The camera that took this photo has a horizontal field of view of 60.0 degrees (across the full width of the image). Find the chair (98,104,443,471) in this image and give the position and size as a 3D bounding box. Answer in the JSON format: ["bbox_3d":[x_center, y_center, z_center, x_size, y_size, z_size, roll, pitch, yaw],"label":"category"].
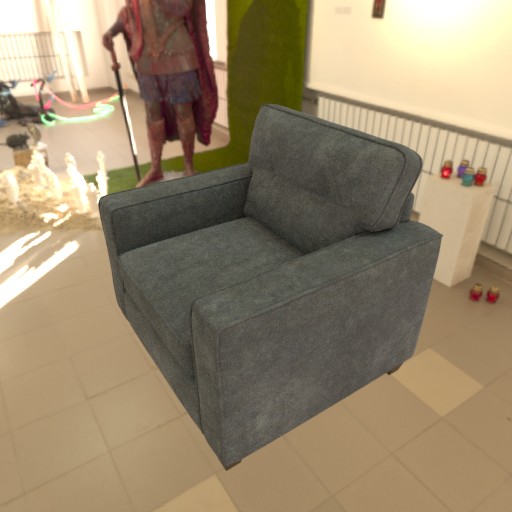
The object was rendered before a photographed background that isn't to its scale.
[{"bbox_3d":[0.000,0.000,1.754,0.939,0.965,1.015,-19,36,-28],"label":"chair"}]
